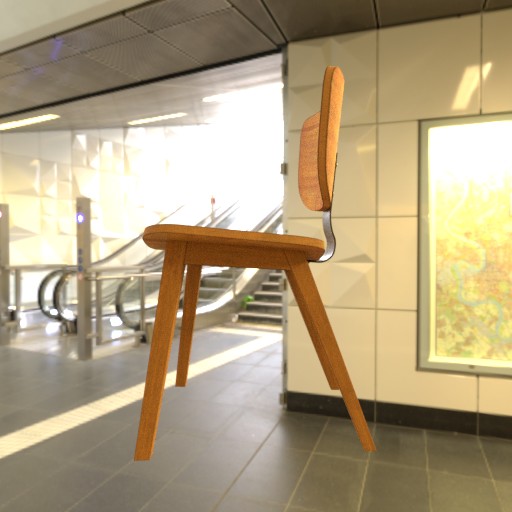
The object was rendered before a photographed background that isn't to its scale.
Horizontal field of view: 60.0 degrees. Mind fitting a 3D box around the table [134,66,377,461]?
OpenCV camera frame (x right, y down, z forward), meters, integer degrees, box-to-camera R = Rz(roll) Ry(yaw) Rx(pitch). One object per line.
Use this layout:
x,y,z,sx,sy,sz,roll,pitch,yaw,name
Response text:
0.000,0.000,1.125,0.500,0.805,0.499,0,1,0,table
